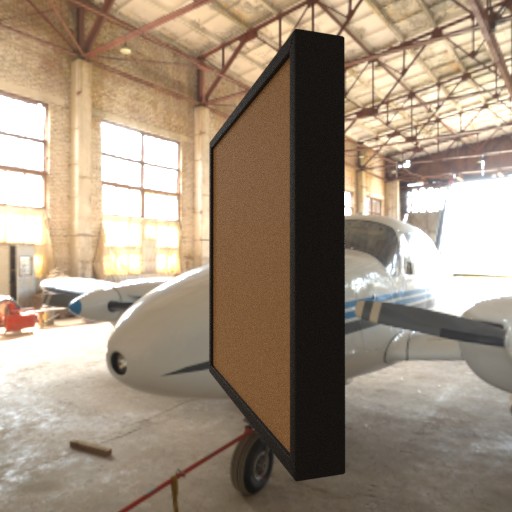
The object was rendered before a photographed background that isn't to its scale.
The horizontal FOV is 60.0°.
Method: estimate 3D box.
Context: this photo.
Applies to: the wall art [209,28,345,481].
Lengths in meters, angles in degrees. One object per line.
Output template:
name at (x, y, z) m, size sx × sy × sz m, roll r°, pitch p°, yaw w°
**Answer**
wall art at (0.000, 0.000, 0.448) m, size 0.037 × 0.305 × 0.305 m, roll 0°, pitch -1°, yaw -17°
